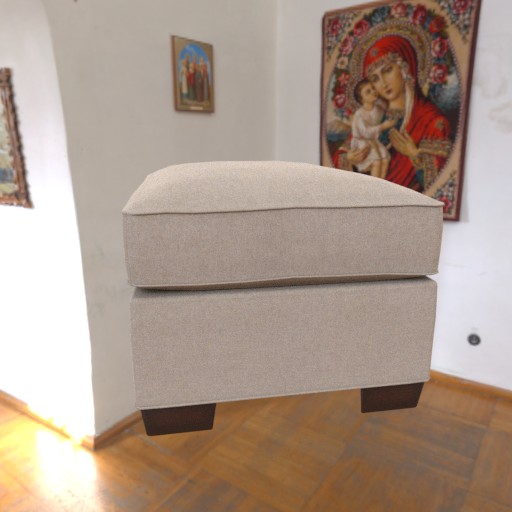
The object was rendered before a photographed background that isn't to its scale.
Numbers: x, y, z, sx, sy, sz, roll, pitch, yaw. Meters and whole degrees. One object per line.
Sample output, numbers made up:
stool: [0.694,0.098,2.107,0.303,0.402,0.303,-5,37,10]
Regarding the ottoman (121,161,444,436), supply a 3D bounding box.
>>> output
ottoman: [0.000,0.000,1.237,0.617,0.503,0.846,-3,15,-10]
